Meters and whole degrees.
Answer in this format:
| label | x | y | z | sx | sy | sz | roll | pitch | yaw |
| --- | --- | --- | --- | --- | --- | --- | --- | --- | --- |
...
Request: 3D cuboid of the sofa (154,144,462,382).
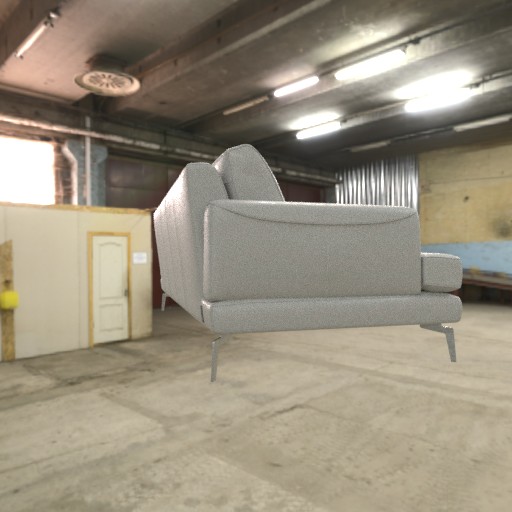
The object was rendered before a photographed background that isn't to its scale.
| label | x | y | z | sx | sy | sz | roll | pitch | yaw |
| --- | --- | --- | --- | --- | --- | --- | --- | --- | --- |
| sofa | 0.000 | 0.000 | 2.348 | 0.974 | 0.765 | 1.940 | 0 | 0 | -17 |
